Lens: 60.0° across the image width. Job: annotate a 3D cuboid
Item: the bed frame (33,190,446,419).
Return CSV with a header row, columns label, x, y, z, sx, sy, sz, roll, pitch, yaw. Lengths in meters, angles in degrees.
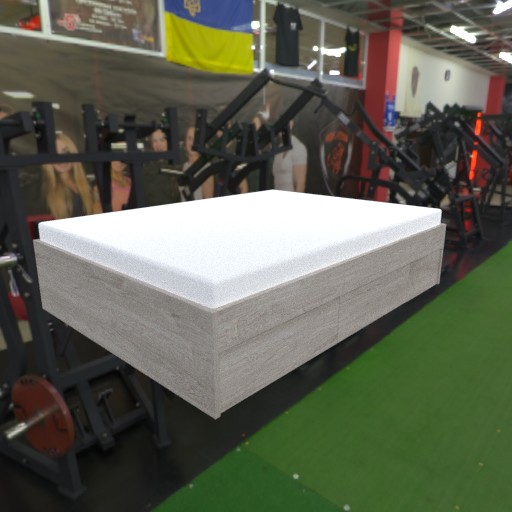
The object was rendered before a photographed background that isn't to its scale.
label,x,y,z,sx,sy,sz,roll,pitch,yaw
bed frame,0.000,0.000,2.617,1.448,0.490,1.944,14,21,41
